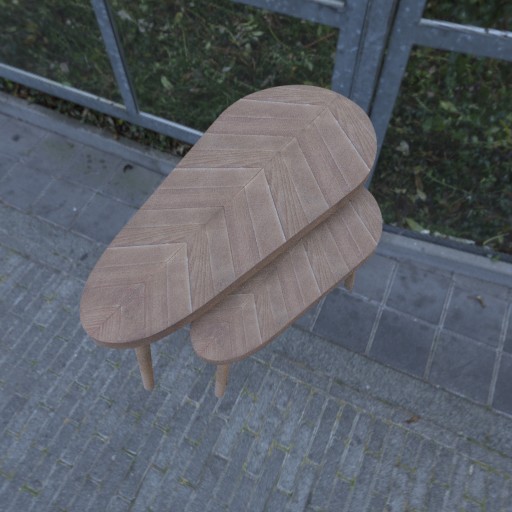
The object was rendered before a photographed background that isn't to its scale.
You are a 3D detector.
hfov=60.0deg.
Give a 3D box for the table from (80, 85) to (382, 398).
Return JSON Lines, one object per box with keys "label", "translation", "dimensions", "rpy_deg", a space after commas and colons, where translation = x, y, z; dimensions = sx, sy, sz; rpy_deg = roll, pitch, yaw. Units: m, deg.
{"label": "table", "translation": [0.000, 0.000, 1.603], "dimensions": [0.701, 0.595, 1.190], "rpy_deg": [34, 64, 19]}
